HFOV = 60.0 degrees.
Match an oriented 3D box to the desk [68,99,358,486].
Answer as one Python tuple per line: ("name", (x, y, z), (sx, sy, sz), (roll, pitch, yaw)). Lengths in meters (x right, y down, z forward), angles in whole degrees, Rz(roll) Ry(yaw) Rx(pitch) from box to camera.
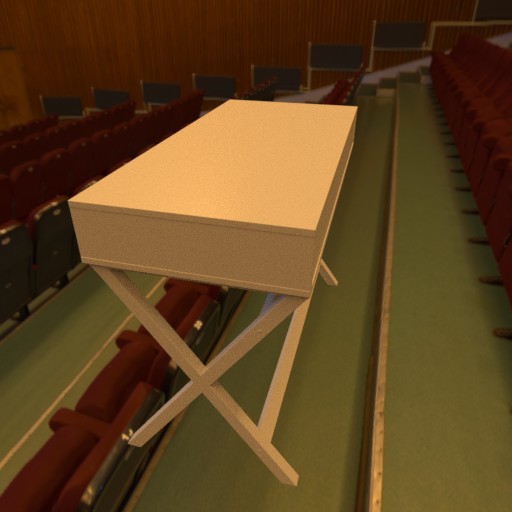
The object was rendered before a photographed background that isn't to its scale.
("desk", (0.000, 0.000, 1.478), (0.509, 0.780, 1.059), (8, 31, 13))
